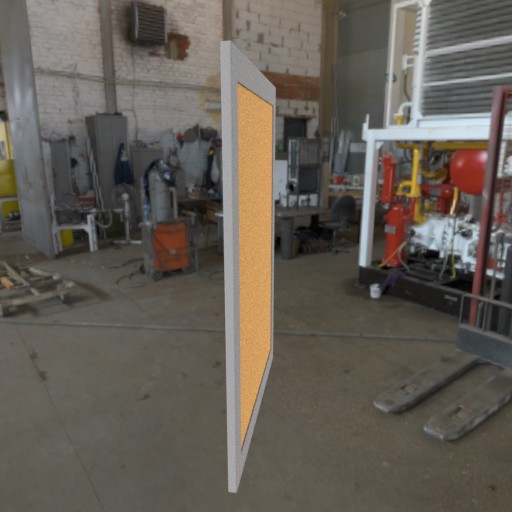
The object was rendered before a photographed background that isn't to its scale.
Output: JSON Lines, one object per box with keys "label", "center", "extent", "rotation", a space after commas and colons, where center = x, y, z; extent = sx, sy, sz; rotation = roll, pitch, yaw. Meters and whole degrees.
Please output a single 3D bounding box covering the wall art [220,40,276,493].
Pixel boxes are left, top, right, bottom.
{"label": "wall art", "center": [0.000, 0.000, 0.679], "extent": [0.012, 0.529, 0.374], "rotation": [2, 14, 9]}
